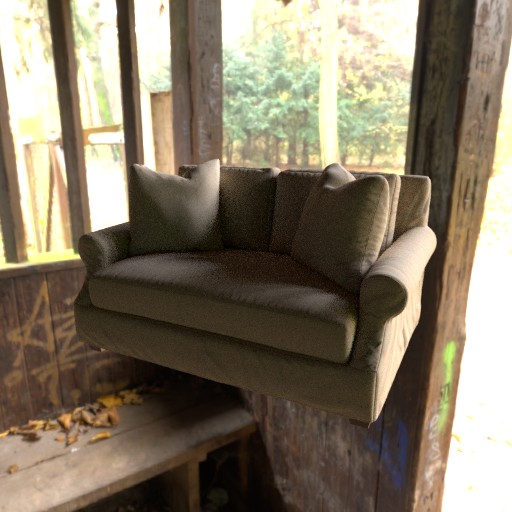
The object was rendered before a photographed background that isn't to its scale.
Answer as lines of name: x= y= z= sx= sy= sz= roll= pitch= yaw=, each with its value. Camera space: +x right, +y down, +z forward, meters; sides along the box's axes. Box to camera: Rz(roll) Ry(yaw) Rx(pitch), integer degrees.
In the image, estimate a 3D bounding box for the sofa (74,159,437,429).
sofa: x=0.000 y=0.000 z=2.160 sx=1.550 sy=0.905 sz=1.070 roll=8 pitch=17 yaw=26
